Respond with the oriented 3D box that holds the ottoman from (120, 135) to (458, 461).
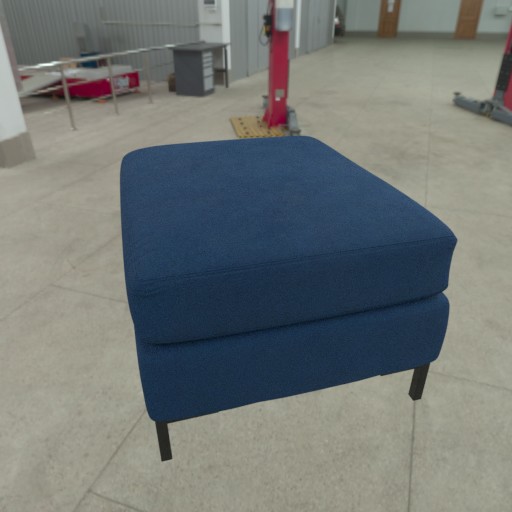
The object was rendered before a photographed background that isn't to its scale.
[{"bbox_3d":[0.000,0.000,1.182,0.655,0.485,0.794,-8,31,-14],"label":"ottoman"}]
